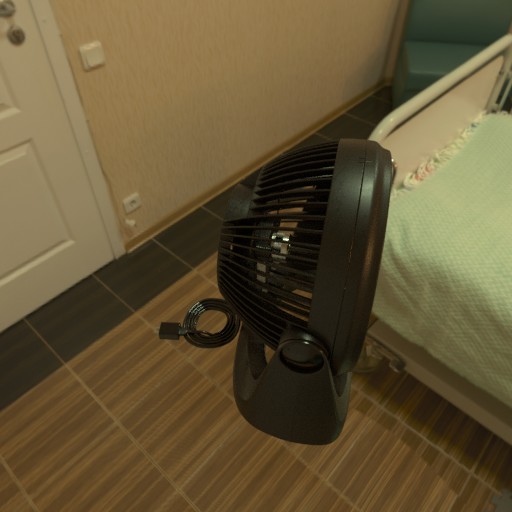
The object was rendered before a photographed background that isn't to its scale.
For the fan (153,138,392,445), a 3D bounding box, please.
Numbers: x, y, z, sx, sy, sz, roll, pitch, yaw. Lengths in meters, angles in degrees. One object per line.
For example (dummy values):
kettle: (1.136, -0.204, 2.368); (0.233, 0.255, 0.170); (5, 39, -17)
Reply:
fan: (0.000, 0.000, 0.486); (0.256, 0.277, 0.273); (10, 47, 9)
